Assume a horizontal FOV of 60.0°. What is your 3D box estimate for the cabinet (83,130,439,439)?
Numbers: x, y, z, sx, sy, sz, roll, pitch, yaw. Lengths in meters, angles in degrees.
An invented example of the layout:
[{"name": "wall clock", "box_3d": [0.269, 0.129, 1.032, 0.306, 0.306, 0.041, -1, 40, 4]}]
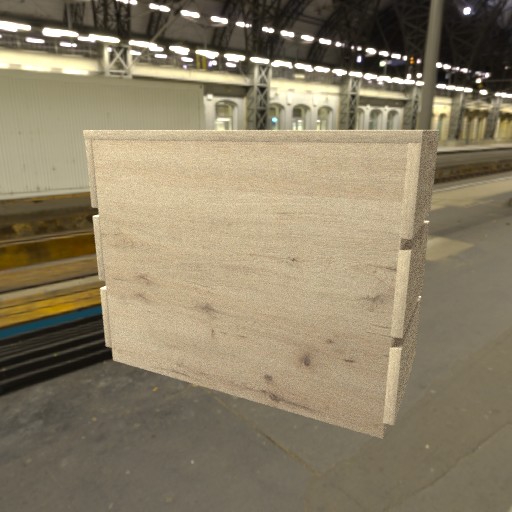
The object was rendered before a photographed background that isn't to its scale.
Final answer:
[{"name": "cabinet", "box_3d": [0.000, 0.000, 1.504, 1.040, 0.820, 0.420, 8, 17, 25]}]
